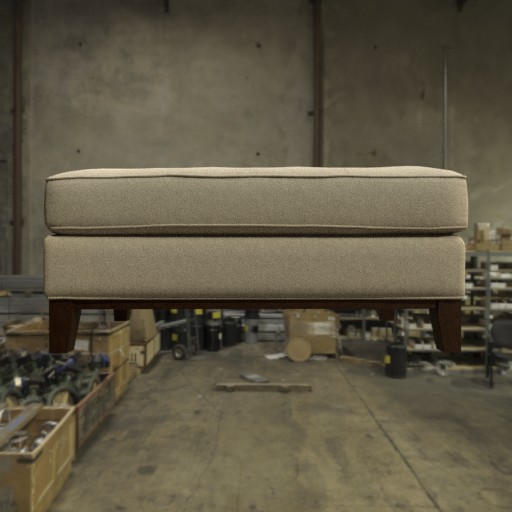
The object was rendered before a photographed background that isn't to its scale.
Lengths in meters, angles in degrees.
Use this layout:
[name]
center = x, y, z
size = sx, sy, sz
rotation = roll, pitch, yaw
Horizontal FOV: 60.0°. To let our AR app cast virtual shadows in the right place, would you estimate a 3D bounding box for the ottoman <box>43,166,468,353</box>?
[ottoman]
center = 0.000, 0.000, 1.467
size = 1.143, 0.508, 0.648
rotation = 0, 0, -1
